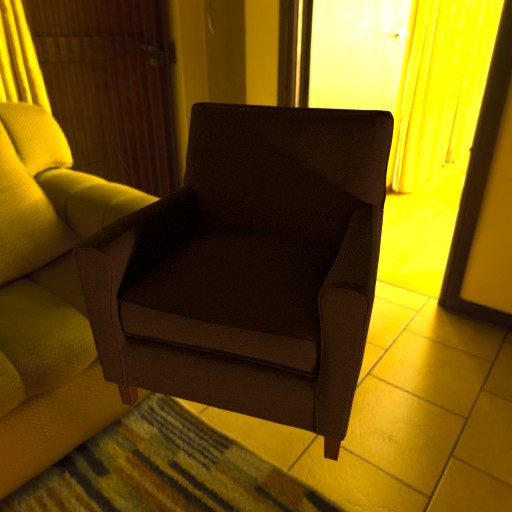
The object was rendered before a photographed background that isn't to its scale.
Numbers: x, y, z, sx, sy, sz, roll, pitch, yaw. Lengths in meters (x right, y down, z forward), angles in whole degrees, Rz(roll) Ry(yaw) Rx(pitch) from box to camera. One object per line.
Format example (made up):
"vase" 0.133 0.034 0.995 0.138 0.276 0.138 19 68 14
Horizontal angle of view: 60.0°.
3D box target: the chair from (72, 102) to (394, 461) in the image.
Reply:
"chair" 0.000 0.000 1.553 0.836 0.911 0.831 8 28 16
